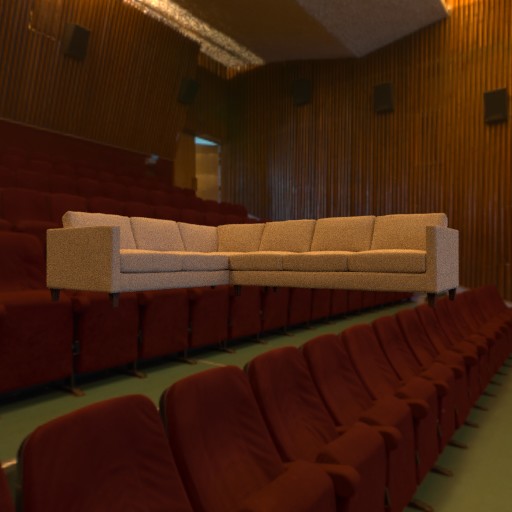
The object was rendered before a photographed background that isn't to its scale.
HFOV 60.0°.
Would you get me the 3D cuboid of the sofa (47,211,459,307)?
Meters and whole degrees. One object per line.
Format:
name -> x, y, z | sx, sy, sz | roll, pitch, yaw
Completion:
sofa -> 0.000, 0.000, 4.267 | 3.182, 0.863, 2.432 | 0, -1, 35
